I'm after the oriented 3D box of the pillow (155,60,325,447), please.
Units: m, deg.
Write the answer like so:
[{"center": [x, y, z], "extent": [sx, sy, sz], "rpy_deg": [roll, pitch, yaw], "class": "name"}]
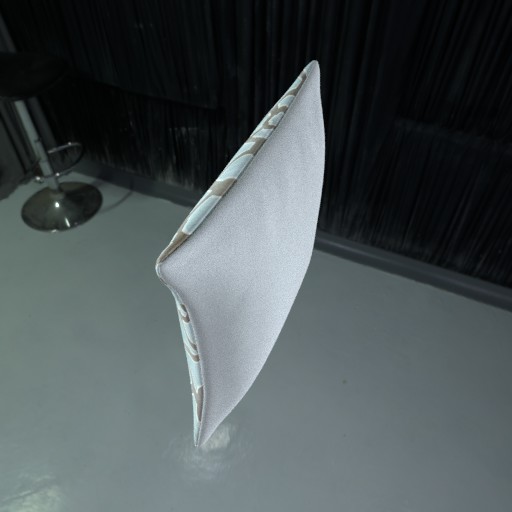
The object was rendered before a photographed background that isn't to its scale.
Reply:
[{"center": [0.000, 0.000, 0.814], "extent": [0.166, 0.508, 0.552], "rpy_deg": [17, 49, 15], "class": "pillow"}]
